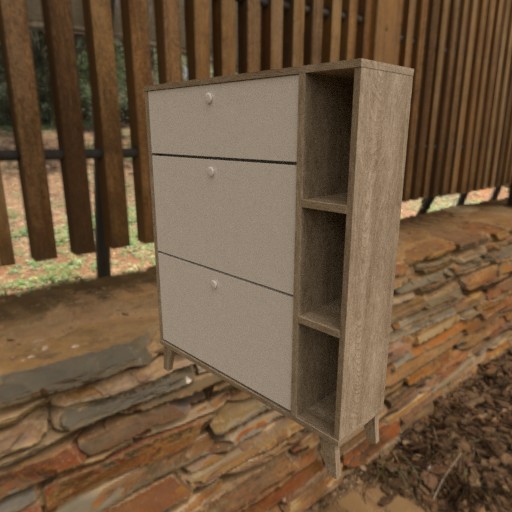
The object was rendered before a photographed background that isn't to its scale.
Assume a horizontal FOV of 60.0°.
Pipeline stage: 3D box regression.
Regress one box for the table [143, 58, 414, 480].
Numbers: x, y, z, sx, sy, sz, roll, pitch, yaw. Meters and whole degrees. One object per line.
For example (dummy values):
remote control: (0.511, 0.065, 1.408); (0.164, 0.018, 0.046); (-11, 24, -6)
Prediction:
table: (0.000, 0.000, 1.522); (0.902, 1.135, 0.256); (15, 22, 43)
